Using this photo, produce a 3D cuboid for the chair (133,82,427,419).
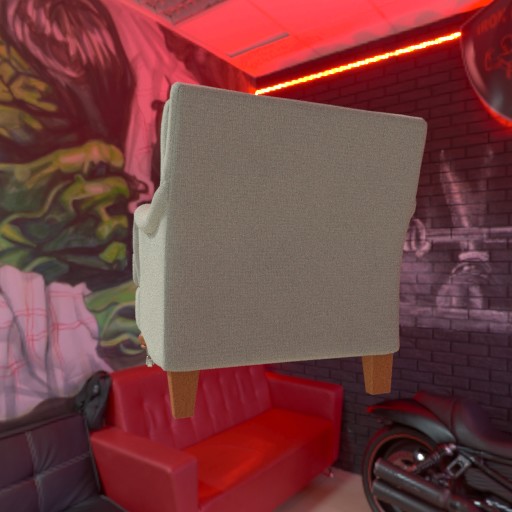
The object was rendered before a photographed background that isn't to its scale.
[{"bbox_3d":[0.000,0.000,1.847,0.955,1.038,1.070,0,-1,-21],"label":"chair"}]
